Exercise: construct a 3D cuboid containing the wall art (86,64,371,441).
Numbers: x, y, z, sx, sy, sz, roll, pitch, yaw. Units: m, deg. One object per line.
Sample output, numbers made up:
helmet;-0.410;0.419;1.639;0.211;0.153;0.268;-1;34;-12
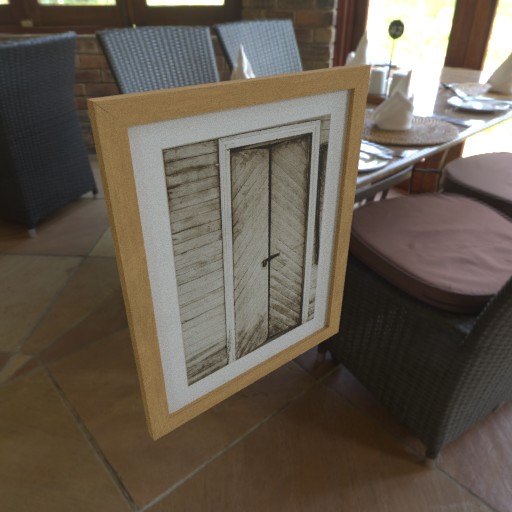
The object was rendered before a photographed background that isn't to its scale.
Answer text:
wall art;0.000;0.000;0.747;0.460;0.561;0.020;-22;37;-32
